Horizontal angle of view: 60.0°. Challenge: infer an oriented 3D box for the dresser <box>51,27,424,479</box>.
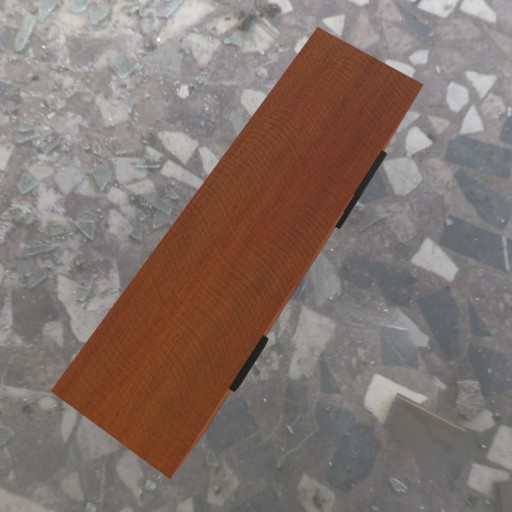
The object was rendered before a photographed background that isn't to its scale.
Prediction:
[{"bbox_3d":[0.000,0.000,1.839,0.464,0.810,1.536,32,78,8],"label":"dresser"}]
